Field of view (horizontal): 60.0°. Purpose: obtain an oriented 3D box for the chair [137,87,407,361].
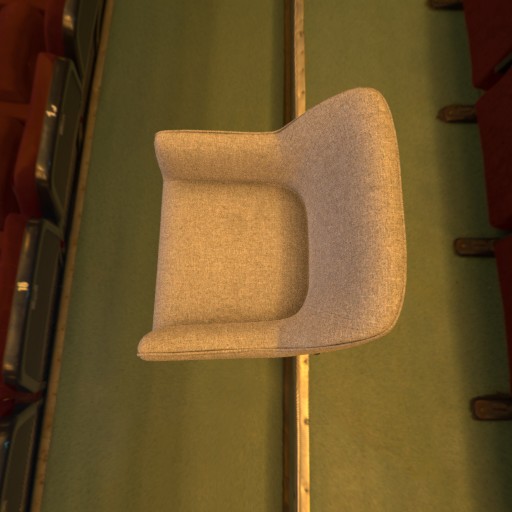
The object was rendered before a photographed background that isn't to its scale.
[{"bbox_3d":[0.000,0.000,1.147,0.519,0.803,0.543,1,75,0],"label":"chair"}]
